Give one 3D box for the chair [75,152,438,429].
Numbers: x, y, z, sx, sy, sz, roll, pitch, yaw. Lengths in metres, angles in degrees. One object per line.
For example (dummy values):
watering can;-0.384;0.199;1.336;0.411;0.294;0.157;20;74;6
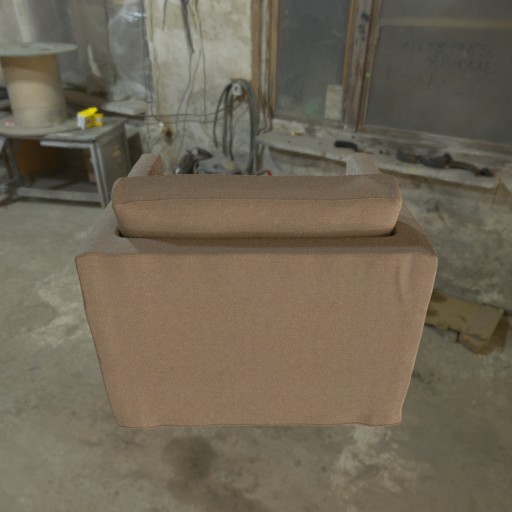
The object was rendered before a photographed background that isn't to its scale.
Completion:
chair;0.000;0.000;1.754;1.057;0.863;0.949;0;30;-1
